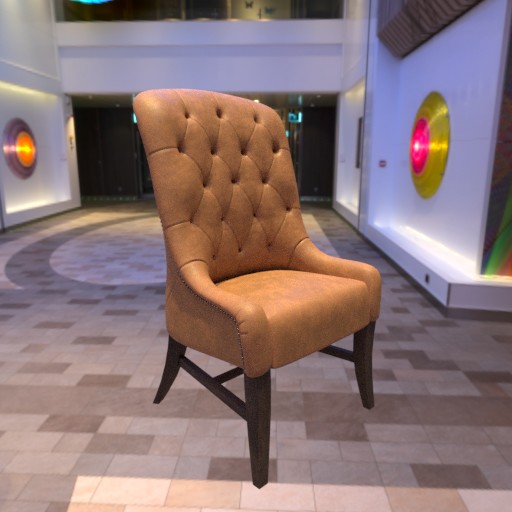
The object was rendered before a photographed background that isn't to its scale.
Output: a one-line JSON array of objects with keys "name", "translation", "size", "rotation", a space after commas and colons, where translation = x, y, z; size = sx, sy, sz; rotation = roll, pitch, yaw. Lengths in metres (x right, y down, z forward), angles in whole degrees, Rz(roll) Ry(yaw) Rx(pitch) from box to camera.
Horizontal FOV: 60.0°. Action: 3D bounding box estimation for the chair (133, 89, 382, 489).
[{"name": "chair", "translation": [0.000, 0.000, 1.478], "size": [0.634, 1.091, 0.629], "rotation": [-12, 18, -43]}]
